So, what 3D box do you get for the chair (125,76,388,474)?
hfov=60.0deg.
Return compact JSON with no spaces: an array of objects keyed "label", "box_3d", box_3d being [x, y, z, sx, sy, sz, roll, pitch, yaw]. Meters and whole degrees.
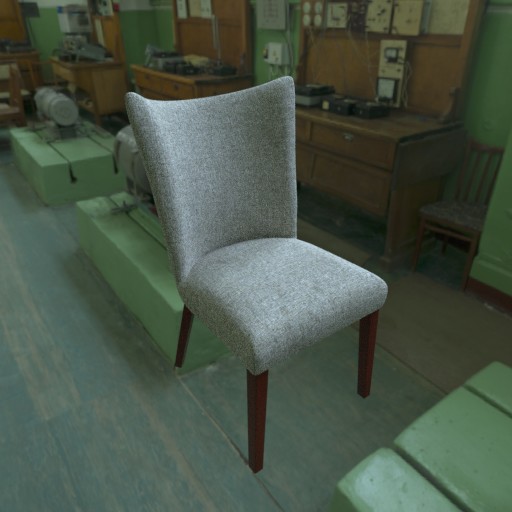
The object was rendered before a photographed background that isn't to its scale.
[{"label":"chair","box_3d":[0.000,0.000,1.312,0.535,0.924,0.623,-20,35,-32]}]
